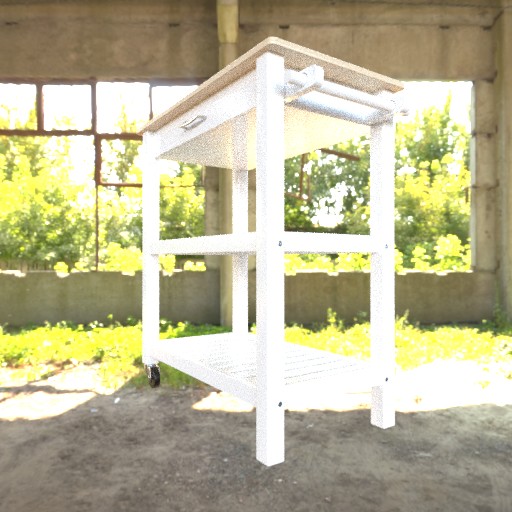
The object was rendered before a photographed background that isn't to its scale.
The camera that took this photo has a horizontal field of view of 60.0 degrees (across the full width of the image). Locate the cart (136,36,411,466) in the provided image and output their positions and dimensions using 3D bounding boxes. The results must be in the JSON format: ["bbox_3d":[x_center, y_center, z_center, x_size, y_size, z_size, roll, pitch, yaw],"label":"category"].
[{"bbox_3d":[0.000,0.000,1.383,0.457,0.927,0.899,0,-1,-34],"label":"cart"}]
